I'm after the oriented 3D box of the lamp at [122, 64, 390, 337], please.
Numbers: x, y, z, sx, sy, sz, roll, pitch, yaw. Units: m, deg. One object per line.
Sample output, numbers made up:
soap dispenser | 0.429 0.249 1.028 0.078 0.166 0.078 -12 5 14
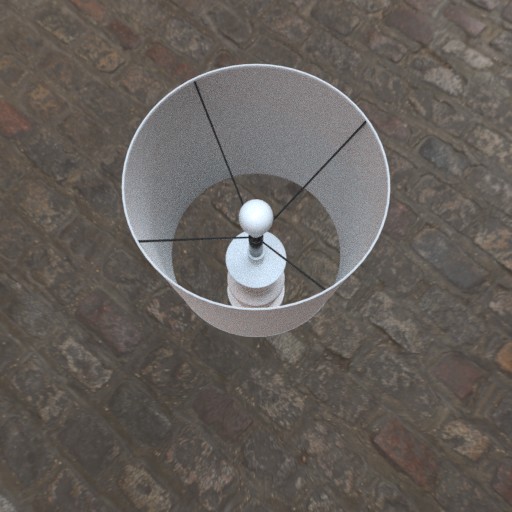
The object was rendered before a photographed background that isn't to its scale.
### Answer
lamp | 0.000 0.000 0.564 0.208 0.455 0.208 39 78 10
